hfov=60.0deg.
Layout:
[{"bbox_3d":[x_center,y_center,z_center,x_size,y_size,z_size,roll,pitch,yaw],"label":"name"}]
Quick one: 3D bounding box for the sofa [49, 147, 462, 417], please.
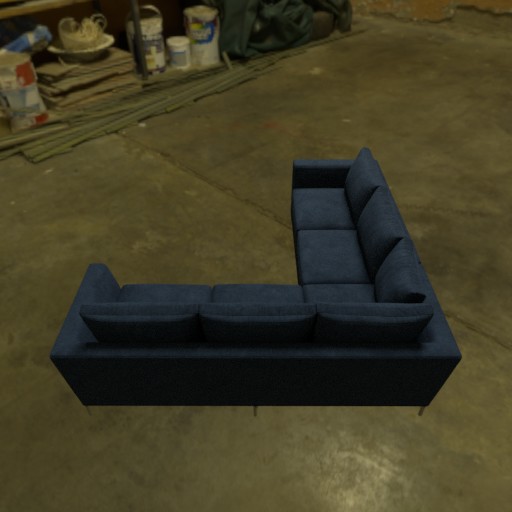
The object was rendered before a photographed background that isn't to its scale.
[{"bbox_3d":[0.000,0.000,3.729,2.463,0.988,2.472,0,40,0],"label":"sofa"}]
